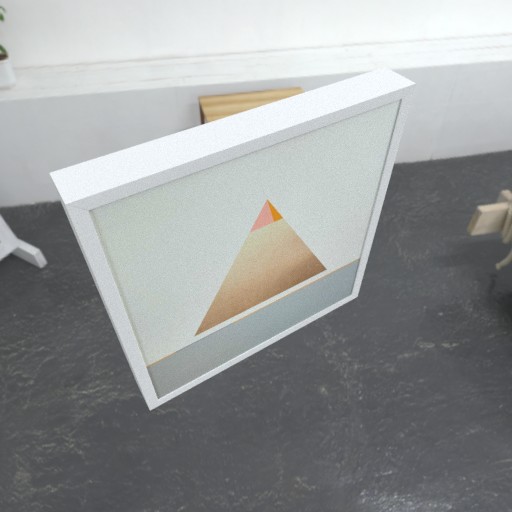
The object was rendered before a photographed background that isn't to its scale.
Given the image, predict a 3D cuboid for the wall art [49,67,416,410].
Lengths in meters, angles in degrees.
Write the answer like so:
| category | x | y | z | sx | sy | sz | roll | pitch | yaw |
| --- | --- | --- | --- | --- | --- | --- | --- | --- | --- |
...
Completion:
| category | x | y | z | sx | sy | sz | roll | pitch | yaw |
| --- | --- | --- | --- | --- | --- | --- | --- | --- | --- |
| wall art | 0.000 | 0.000 | 0.455 | 0.305 | 0.304 | 0.038 | -25 | 52 | -21 |
